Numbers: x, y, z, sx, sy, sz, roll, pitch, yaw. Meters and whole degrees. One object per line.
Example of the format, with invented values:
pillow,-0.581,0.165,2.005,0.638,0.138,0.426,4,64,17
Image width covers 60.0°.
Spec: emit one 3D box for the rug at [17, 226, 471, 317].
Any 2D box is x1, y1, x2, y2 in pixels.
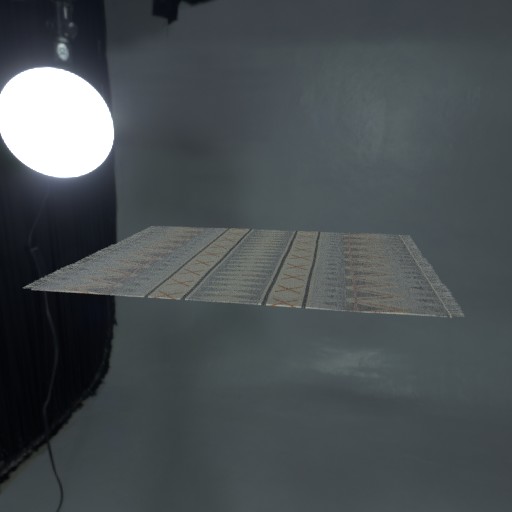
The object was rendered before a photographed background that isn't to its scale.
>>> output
rug,0.000,0.000,3.971,3.000,0.012,2.371,3,15,10
